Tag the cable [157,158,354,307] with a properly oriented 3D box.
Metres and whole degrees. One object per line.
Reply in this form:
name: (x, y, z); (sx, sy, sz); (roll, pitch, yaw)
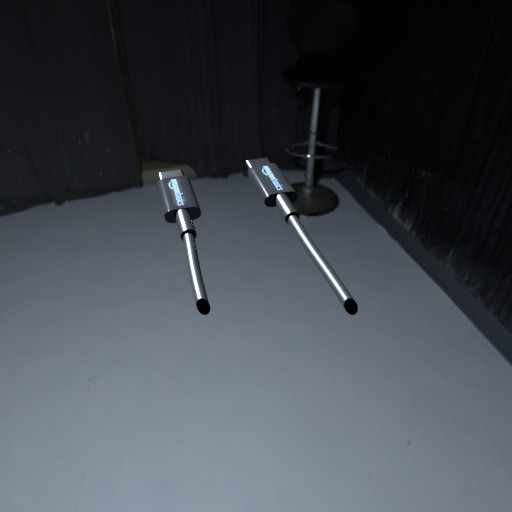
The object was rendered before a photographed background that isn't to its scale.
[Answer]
cable: (0.000, 0.000, 0.114); (0.041, 0.005, 0.098); (-11, 41, -13)
